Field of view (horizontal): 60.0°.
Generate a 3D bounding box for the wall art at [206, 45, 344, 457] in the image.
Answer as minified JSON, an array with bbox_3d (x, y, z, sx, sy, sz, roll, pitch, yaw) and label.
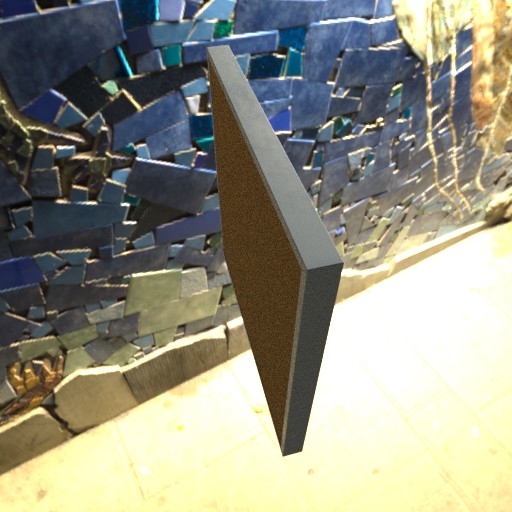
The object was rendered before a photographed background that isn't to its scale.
[{"bbox_3d":[0.000,0.000,0.765,0.037,0.508,0.508,-11,49,-10],"label":"wall art"}]
